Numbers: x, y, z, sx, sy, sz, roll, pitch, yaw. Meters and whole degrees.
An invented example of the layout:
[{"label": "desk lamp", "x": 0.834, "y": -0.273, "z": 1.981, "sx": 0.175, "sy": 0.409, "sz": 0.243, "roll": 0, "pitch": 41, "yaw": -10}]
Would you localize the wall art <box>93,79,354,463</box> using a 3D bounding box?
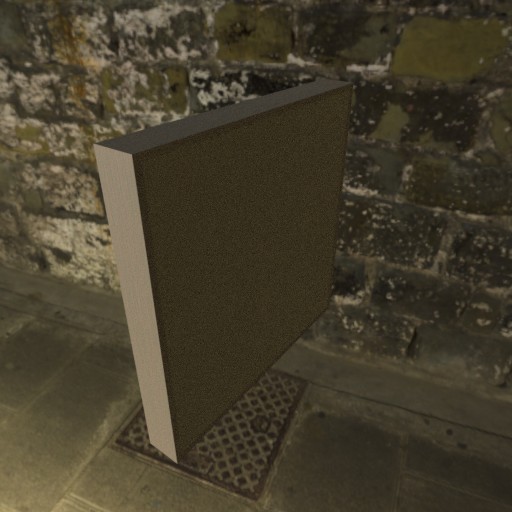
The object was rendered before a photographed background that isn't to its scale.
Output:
[{"label": "wall art", "x": 0.000, "y": 0.000, "z": 0.461, "sx": 0.038, "sy": 0.303, "sz": 0.304, "roll": 21, "pitch": 37, "yaw": 31}]
